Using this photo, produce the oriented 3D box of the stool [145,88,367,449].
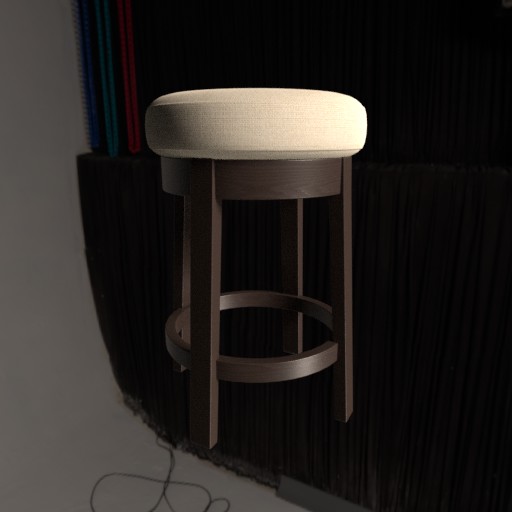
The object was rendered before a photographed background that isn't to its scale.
[{"bbox_3d":[0.000,0.000,0.953,0.449,0.655,0.449,0,15,0],"label":"stool"}]
